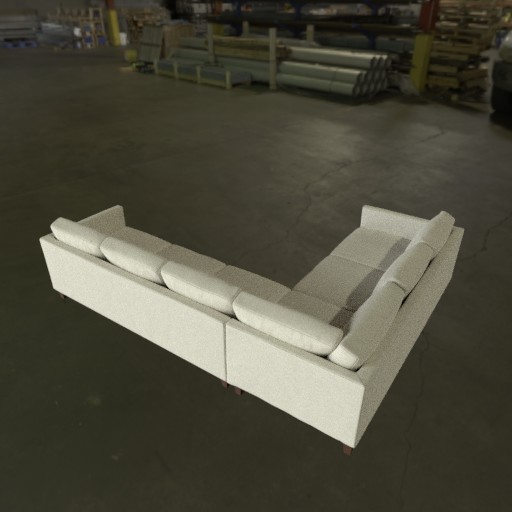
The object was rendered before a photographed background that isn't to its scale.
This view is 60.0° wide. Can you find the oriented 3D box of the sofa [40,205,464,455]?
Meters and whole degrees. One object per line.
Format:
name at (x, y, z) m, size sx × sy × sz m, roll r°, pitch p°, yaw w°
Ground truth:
sofa at (0.000, 0.000, 4.271) m, size 3.182 × 0.863 × 2.432 m, roll 19°, pitch 36°, yaw 29°
